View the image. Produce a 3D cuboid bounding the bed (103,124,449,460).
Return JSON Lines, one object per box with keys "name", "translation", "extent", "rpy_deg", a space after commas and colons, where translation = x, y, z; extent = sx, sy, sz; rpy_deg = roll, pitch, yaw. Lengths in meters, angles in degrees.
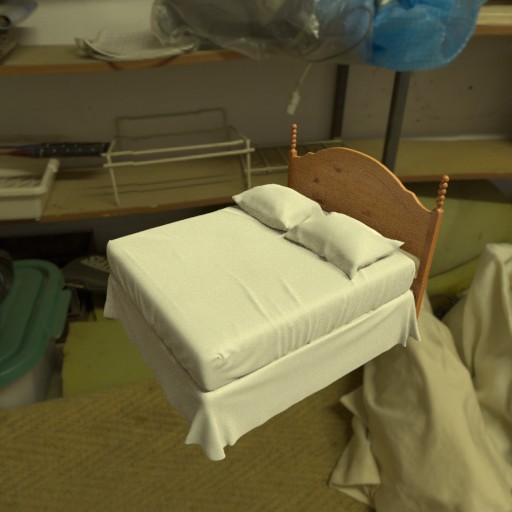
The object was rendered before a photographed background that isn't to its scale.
{"name": "bed", "translation": [0.000, 0.000, 3.370], "extent": [2.040, 1.356, 1.873], "rpy_deg": [-20, 36, -29]}
